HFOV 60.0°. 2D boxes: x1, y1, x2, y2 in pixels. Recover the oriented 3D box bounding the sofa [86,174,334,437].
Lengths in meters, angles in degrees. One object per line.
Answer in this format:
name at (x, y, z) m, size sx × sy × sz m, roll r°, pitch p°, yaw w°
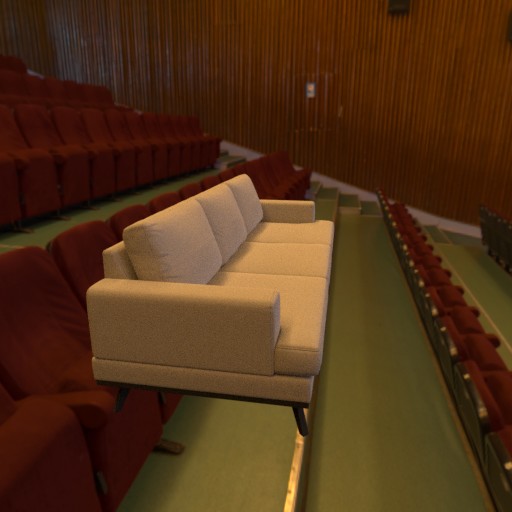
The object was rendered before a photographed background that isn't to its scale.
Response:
sofa at (0.000, 0.000, 2.746) m, size 0.920 × 0.810 × 2.310 m, roll 3°, pitch 16°, yaw 10°
